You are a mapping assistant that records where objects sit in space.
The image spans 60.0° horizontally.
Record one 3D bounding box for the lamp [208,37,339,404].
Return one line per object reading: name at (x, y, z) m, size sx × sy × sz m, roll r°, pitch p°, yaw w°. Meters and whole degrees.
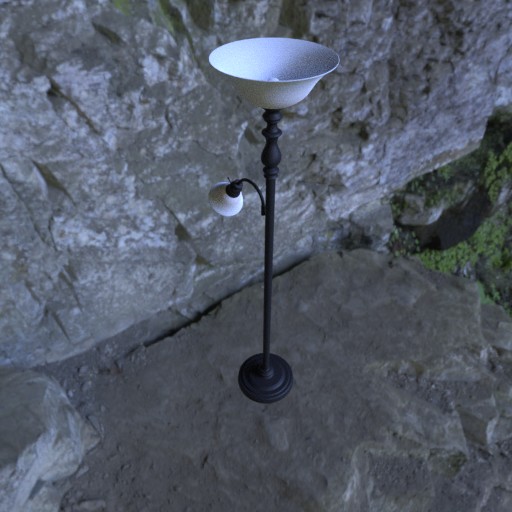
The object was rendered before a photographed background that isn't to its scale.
lamp at (0.000, 0.000, 2.032) m, size 0.405 × 1.793 × 0.588 m, roll -27°, pitch 48°, yaw -27°
